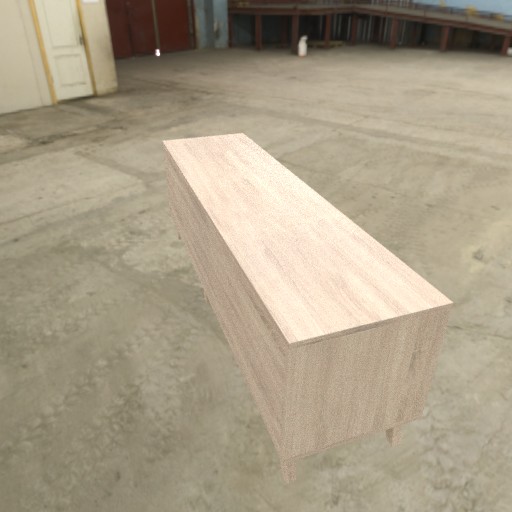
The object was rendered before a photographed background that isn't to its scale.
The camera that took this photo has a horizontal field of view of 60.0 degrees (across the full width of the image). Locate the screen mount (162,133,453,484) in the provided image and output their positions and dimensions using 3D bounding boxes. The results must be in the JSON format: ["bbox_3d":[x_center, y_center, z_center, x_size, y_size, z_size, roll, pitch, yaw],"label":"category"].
[{"bbox_3d":[0.000,0.000,1.669,0.400,0.510,1.500,-10,32,-17],"label":"screen mount"}]
